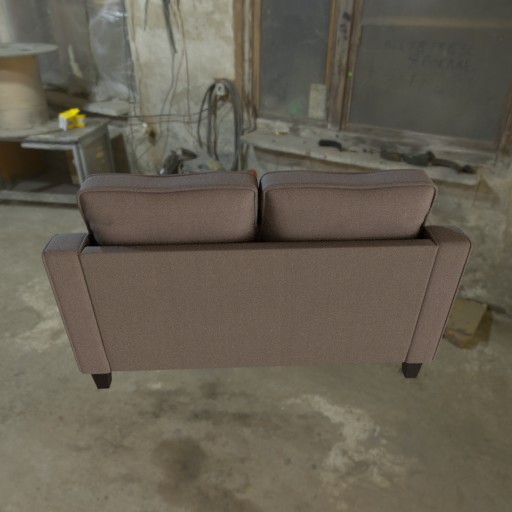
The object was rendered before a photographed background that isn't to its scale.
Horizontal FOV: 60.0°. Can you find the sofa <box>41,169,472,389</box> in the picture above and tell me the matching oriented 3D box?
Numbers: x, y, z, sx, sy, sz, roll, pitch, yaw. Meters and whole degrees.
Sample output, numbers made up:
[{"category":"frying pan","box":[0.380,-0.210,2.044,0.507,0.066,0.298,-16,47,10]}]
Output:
[{"category":"sofa","box":[0.000,0.000,1.995,1.500,0.948,0.791,-1,30,-2]}]
